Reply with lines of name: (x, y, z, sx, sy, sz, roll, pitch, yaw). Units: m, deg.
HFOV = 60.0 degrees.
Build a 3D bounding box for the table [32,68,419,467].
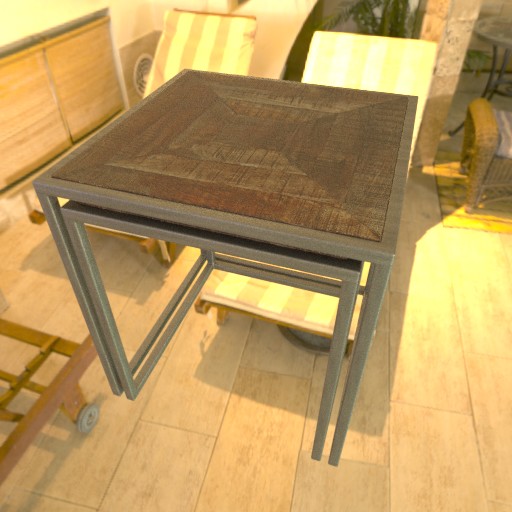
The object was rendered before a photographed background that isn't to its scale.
table: (0.000, 0.000, 0.828, 0.450, 0.500, 0.449, 12, 42, 14)
